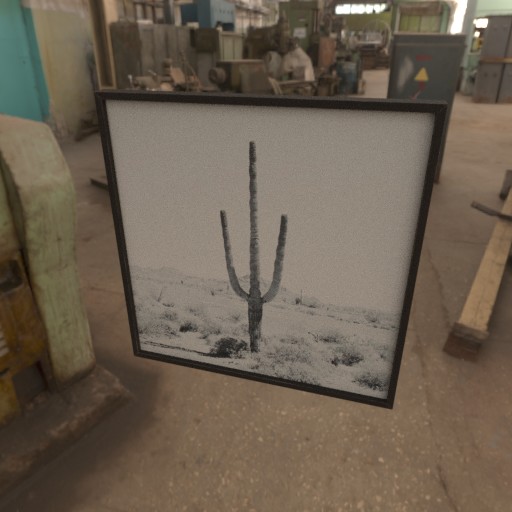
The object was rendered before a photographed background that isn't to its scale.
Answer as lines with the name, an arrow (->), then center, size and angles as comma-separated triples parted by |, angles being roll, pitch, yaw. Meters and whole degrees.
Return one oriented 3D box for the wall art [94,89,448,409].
wall art -> 0.000, 0.000, 0.742 | 0.508, 0.508, 0.038 | 8, 27, 15
